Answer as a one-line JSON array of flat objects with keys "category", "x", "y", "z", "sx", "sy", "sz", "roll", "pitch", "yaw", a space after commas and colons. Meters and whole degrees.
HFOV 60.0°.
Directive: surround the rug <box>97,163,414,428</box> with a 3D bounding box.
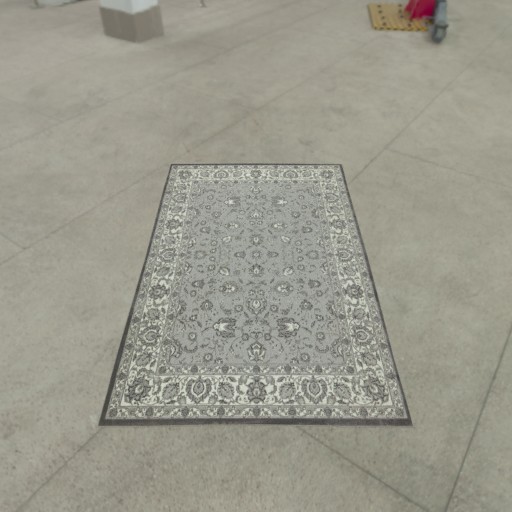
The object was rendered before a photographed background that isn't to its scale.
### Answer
[{"category": "rug", "x": 0.000, "y": 0.000, "z": 3.019, "sx": 1.524, "sy": 0.011, "sz": 2.438, "roll": 0, "pitch": 42, "yaw": 0}]
